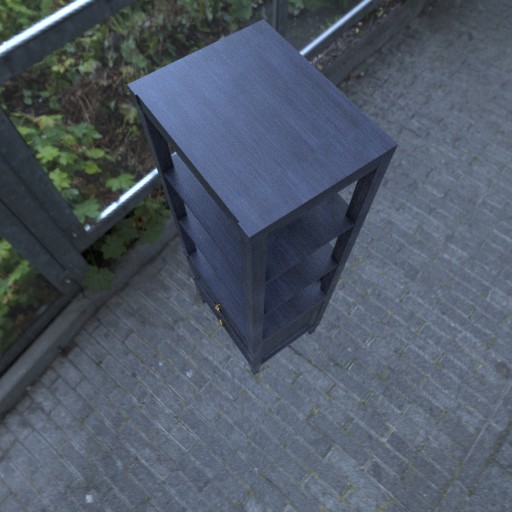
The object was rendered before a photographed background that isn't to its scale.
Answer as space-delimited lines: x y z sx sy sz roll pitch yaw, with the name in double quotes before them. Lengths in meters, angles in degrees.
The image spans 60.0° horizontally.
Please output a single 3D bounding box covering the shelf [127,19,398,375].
"shelf" 0.000 0.000 1.948 0.472 1.727 0.584 -33 69 -15
